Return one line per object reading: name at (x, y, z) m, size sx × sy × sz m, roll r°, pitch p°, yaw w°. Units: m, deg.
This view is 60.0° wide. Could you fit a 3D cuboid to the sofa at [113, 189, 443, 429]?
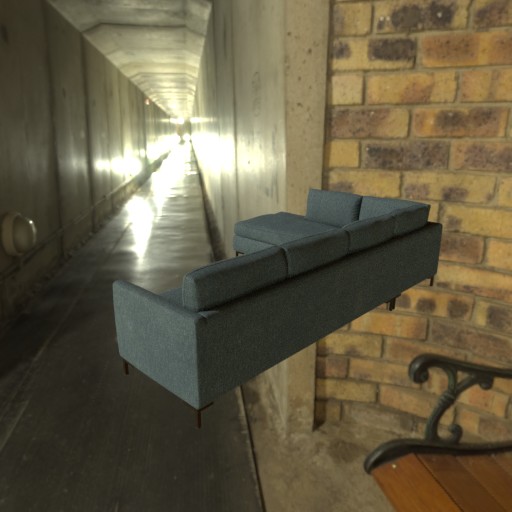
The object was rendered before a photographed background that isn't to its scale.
sofa at (0.000, 0.000, 3.802) m, size 2.007 × 0.815 × 2.949 m, roll 16°, pitch 23°, yaw 42°
